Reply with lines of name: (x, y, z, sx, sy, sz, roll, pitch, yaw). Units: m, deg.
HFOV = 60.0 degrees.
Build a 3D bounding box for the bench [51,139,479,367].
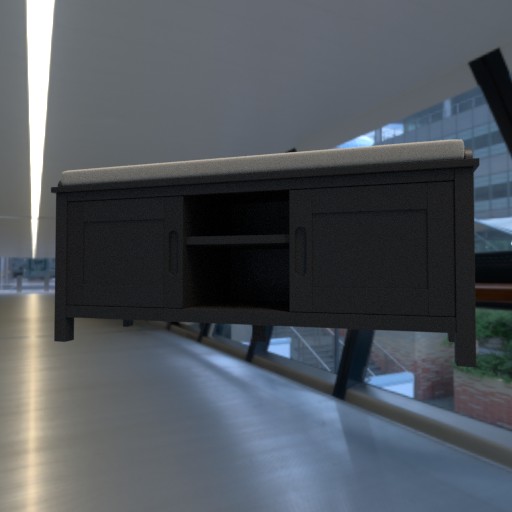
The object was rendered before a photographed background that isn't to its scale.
bench: (0.000, 0.000, 1.315, 1.140, 0.501, 0.398, 0, -2, 18)
